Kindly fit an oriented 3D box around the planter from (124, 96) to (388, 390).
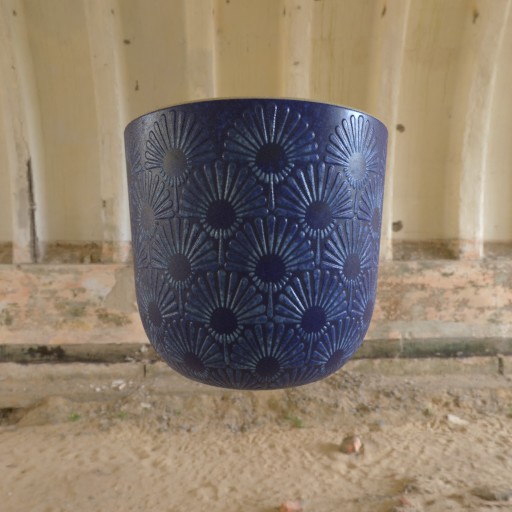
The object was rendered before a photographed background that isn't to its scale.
[{"bbox_3d":[0.000,0.000,0.362,0.206,0.190,0.206,0,1,0],"label":"planter"}]
